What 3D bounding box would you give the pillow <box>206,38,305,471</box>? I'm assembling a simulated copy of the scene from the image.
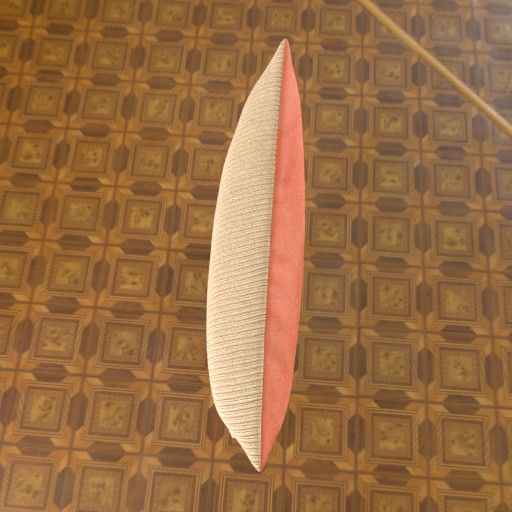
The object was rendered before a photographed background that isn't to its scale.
[{"bbox_3d":[0.000,0.000,0.741,0.155,0.307,0.608,4,75,1],"label":"pillow"}]
